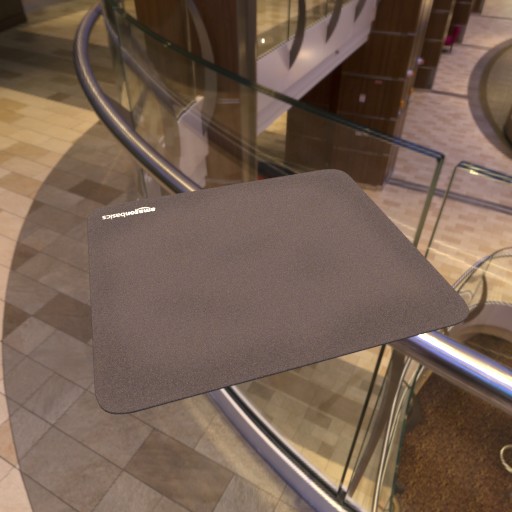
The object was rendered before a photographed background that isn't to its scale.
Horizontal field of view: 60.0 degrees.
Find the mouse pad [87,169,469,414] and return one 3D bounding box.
[{"bbox_3d":[0.000,0.000,0.437,0.315,0.002,0.269,-12,42,-13],"label":"mouse pad"}]
